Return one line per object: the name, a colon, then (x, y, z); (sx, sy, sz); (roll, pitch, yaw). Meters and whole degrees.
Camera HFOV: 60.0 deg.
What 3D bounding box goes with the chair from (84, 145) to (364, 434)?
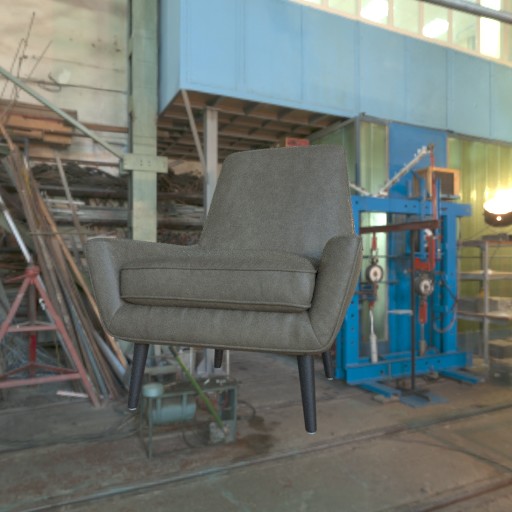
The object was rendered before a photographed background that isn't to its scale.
chair: (0.000, 0.000, 1.510); (0.787, 0.888, 0.824); (0, 0, 19)
